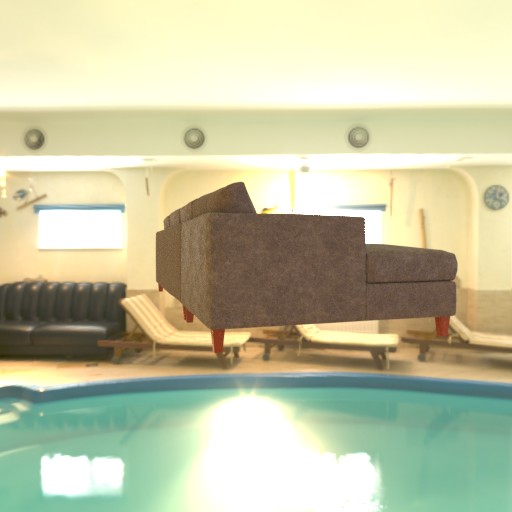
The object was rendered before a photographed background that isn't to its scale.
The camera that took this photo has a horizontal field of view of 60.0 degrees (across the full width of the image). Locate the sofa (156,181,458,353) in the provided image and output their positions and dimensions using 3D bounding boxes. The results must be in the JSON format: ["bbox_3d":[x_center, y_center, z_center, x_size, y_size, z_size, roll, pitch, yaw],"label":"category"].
[{"bbox_3d":[0.000,0.000,4.185,1.606,0.954,3.471,0,1,-17],"label":"sofa"}]
